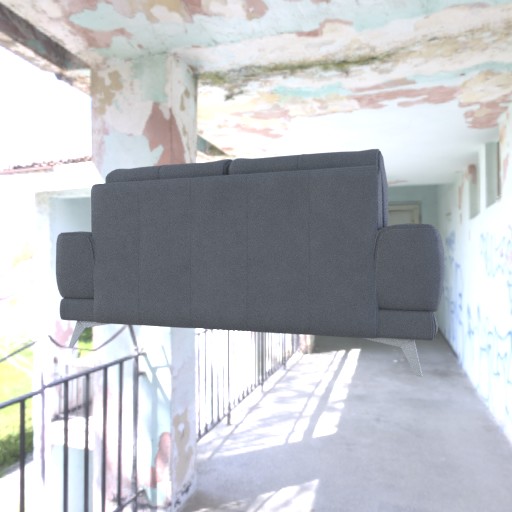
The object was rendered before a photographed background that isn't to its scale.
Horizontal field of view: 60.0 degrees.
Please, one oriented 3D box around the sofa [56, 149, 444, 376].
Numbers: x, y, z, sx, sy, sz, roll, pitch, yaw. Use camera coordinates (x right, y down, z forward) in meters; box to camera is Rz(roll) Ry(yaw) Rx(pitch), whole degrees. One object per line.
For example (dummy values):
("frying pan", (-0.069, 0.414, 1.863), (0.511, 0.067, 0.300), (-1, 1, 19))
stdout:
("sofa", (0.000, 0.000, 2.364), (1.806, 0.907, 1.018), (0, 0, 19))
